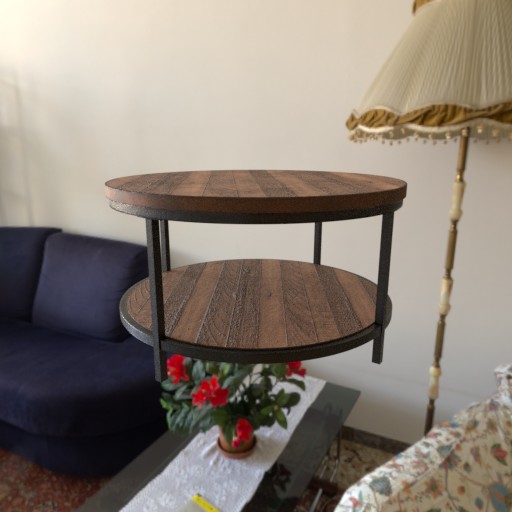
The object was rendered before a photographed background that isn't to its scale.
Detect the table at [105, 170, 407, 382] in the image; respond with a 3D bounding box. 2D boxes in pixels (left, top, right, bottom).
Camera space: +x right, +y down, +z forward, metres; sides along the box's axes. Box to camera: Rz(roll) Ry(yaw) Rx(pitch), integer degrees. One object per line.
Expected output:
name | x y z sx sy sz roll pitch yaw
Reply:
table | 0.000 0.000 1.350 0.837 0.462 0.837 0 15 0
